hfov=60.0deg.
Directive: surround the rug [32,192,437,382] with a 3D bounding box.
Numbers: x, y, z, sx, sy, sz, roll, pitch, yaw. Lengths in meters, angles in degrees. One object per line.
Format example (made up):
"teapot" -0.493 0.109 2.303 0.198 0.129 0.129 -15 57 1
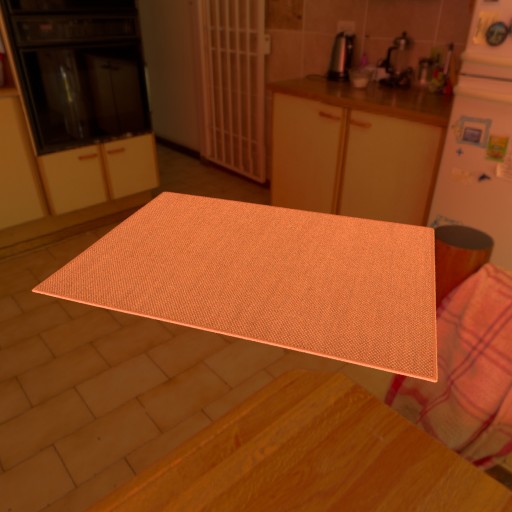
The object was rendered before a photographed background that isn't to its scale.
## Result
"rug" 0.000 0.000 2.793 2.134 0.013 1.524 10 32 16
